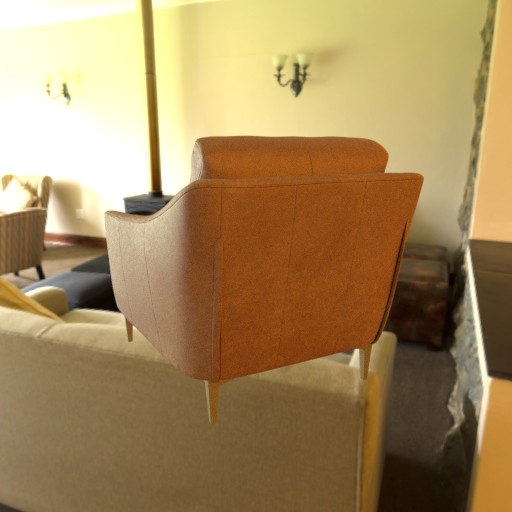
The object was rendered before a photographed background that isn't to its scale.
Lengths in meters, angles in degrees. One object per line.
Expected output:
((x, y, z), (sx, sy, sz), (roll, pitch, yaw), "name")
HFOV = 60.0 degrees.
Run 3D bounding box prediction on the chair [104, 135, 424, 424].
((0.000, 0.000, 1.717), (0.988, 0.895, 0.963), (-7, 16, -25), "chair")
